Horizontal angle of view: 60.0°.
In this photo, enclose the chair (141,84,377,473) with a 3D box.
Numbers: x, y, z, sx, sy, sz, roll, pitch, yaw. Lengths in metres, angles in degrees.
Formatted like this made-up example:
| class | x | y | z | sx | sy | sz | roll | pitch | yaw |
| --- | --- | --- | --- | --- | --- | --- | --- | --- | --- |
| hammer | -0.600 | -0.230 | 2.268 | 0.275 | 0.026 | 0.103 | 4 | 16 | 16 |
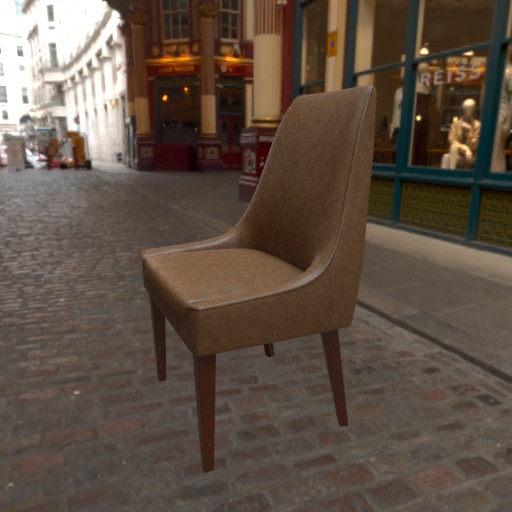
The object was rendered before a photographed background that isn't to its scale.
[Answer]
| class | x | y | z | sx | sy | sz | roll | pitch | yaw |
| --- | --- | --- | --- | --- | --- | --- | --- | --- | --- |
| chair | 0.000 | 0.000 | 1.196 | 0.544 | 0.861 | 0.529 | -7 | 16 | -25 |
